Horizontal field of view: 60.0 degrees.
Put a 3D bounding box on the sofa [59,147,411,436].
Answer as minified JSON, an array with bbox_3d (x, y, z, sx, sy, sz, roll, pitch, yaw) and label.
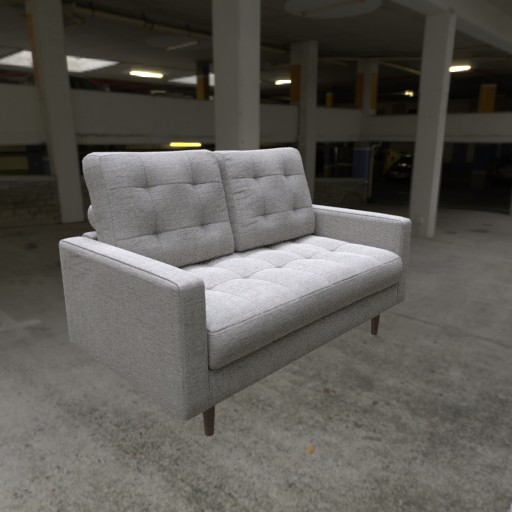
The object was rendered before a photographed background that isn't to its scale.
[{"bbox_3d":[0.000,0.000,1.961,0.842,0.907,1.407,14,21,42],"label":"sofa"}]
